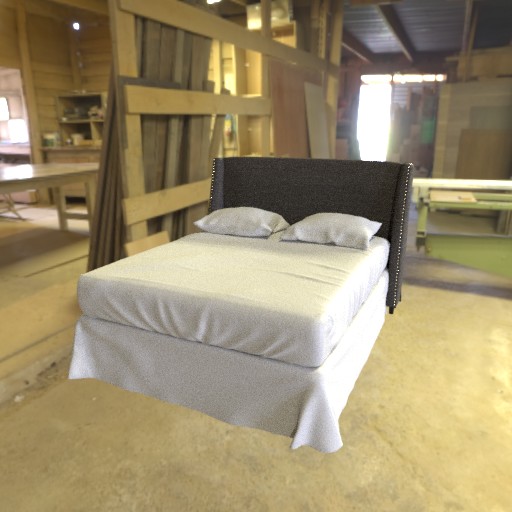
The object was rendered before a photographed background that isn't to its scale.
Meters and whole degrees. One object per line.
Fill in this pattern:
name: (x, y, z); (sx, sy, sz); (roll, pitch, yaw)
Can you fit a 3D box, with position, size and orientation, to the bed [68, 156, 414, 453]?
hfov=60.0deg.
bed: (0.000, 0.000, 3.354); (1.925, 1.332, 2.276); (7, 18, 24)
